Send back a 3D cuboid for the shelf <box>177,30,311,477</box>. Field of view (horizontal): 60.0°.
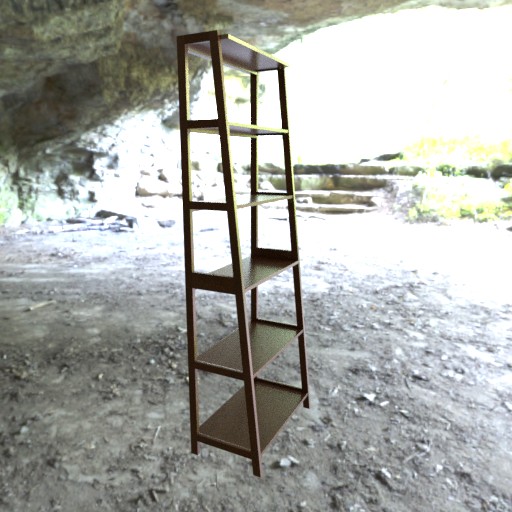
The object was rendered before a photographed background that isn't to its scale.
[{"bbox_3d":[0.000,0.000,2.177,0.382,1.892,0.660,6,14,26],"label":"shelf"}]
